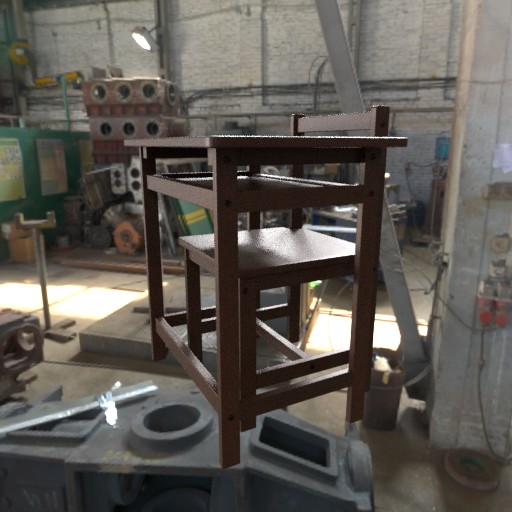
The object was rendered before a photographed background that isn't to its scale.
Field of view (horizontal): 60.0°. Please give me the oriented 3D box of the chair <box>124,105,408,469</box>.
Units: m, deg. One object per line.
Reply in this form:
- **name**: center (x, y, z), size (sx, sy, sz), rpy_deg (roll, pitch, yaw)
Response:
- **chair**: center (0.000, 0.000, 1.056), size (0.463, 0.673, 0.599), rpy_deg (-7, 16, -27)
